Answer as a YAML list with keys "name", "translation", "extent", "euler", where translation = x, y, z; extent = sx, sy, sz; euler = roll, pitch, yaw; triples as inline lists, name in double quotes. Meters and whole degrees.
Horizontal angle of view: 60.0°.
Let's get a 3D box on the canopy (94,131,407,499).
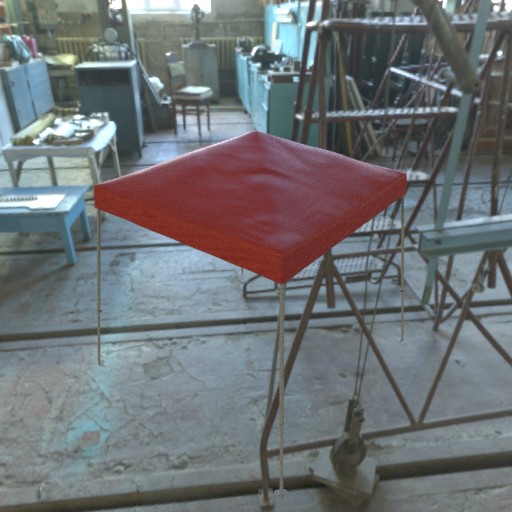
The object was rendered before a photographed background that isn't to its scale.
- name: "canopy"
  translation: [0.000, 0.000, 6.441]
  extent: [3.600, 3.600, 3.599]
  euler: [21, 35, 33]
